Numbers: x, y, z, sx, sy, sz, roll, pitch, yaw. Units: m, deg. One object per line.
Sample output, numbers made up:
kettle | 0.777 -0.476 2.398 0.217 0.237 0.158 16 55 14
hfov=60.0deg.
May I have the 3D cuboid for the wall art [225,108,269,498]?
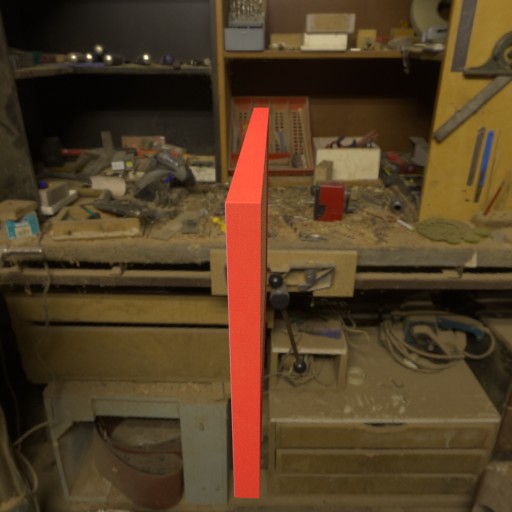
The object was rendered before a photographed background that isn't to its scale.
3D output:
wall art | 0.000 0.000 0.760 0.033 0.405 0.607 1 26 2
